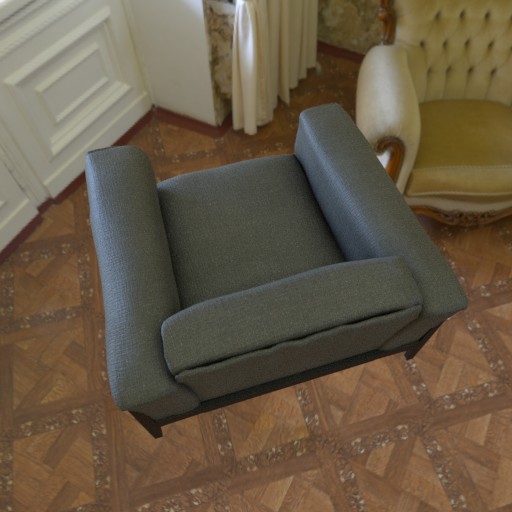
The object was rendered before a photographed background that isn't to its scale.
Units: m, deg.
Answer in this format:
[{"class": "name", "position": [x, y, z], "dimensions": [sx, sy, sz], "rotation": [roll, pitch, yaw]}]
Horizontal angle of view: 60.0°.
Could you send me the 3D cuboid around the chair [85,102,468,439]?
[{"class": "chair", "position": [0.000, 0.000, 1.640], "dimensions": [1.056, 0.646, 0.969], "rotation": [-14, 58, -9]}]
